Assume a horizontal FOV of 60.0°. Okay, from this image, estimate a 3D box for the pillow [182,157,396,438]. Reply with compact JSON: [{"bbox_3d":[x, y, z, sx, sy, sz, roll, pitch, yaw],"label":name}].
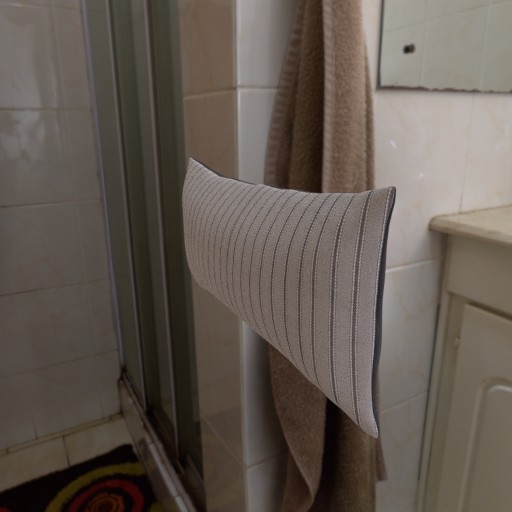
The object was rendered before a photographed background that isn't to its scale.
[{"bbox_3d":[0.000,0.000,0.739,0.151,0.305,0.609,-8,19,-26],"label":"pillow"}]
